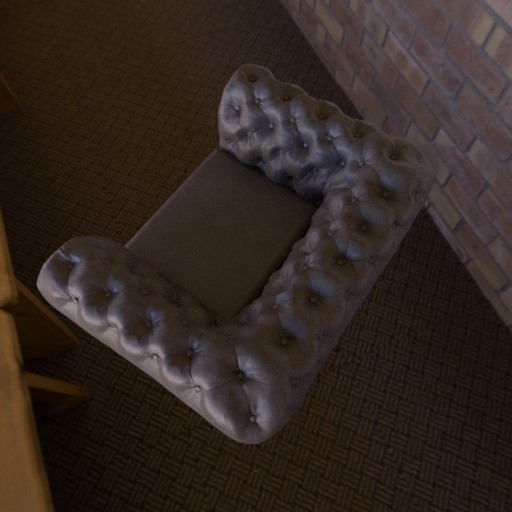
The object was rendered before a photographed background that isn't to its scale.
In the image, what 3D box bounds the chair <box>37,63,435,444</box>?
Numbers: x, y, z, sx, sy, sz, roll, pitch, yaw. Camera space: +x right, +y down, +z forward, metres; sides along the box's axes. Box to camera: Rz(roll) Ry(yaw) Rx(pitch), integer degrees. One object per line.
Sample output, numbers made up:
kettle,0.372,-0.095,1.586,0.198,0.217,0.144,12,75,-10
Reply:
chair,0.000,0.000,1.862,0.943,0.780,1.298,32,68,14
